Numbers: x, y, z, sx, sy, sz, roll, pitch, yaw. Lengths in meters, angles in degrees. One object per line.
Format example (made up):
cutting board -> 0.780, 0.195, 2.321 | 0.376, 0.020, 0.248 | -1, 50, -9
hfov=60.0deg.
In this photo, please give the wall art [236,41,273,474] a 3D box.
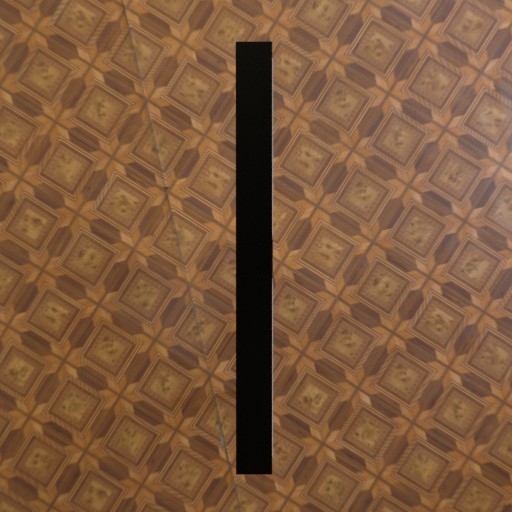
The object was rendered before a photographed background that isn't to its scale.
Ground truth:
wall art -> 0.000, 0.000, 0.738 | 0.039, 0.553, 0.451 | 0, 91, 0
